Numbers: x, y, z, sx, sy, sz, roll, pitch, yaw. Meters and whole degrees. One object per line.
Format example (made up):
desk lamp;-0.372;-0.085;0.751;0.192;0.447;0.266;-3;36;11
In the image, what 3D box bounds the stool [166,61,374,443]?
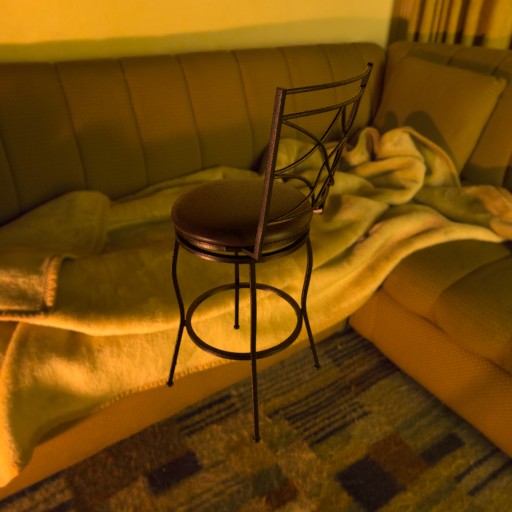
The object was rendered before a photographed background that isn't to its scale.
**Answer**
stool;0.000;0.000;1.395;0.534;1.117;0.434;21;37;30
